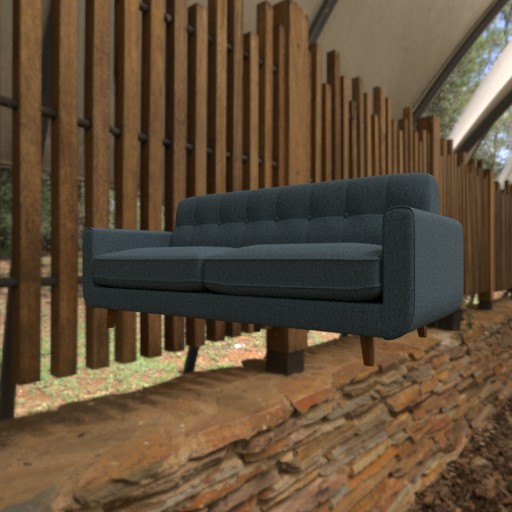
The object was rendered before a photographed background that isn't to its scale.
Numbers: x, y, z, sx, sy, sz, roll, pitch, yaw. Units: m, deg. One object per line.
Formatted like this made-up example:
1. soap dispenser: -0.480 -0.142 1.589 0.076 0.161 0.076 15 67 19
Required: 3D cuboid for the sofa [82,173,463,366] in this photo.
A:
1. sofa: 0.000 0.000 2.570 2.055 0.884 0.942 0 0 35
